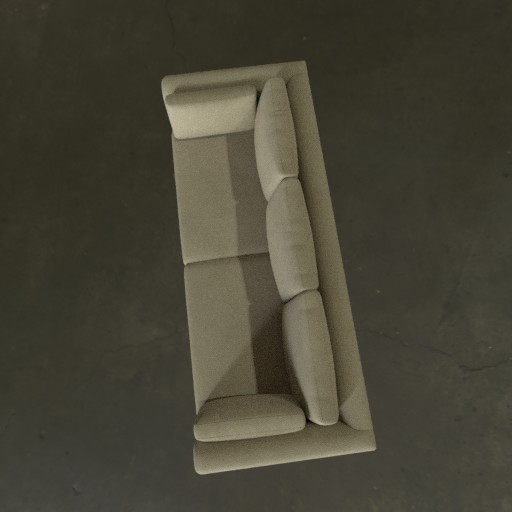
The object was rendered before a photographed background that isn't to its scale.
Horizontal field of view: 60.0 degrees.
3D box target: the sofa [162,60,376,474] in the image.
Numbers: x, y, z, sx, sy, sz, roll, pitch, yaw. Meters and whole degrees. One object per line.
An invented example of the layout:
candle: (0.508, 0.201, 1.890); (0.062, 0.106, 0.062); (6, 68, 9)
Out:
sofa: (0.000, 0.000, 2.912); (0.969, 0.867, 2.415); (-7, 75, -2)
